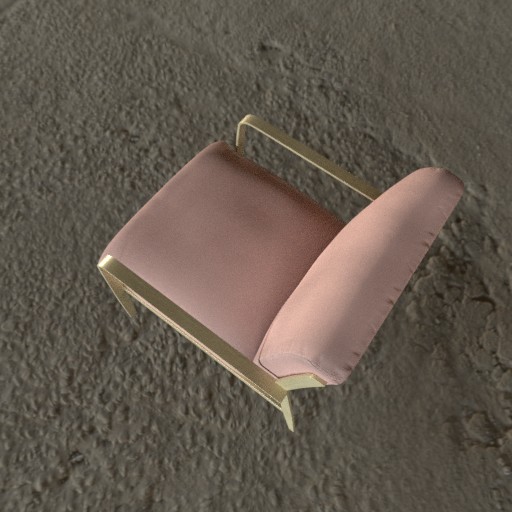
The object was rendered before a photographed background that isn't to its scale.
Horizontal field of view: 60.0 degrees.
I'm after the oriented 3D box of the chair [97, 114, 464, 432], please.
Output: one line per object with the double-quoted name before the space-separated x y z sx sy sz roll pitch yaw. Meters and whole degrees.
"chair" 0.000 0.000 1.430 0.848 0.823 0.701 33 67 16
